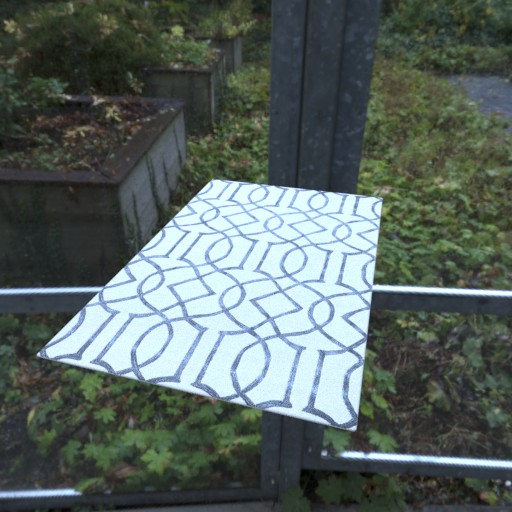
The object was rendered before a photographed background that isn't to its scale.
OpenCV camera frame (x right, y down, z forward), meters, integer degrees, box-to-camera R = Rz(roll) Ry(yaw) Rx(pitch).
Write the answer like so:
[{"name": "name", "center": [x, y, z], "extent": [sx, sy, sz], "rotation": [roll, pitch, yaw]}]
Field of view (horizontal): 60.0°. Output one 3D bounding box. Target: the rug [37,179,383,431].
[{"name": "rug", "center": [0.000, 0.000, 2.921], "extent": [1.521, 0.017, 2.365], "rotation": [9, 32, 14]}]
